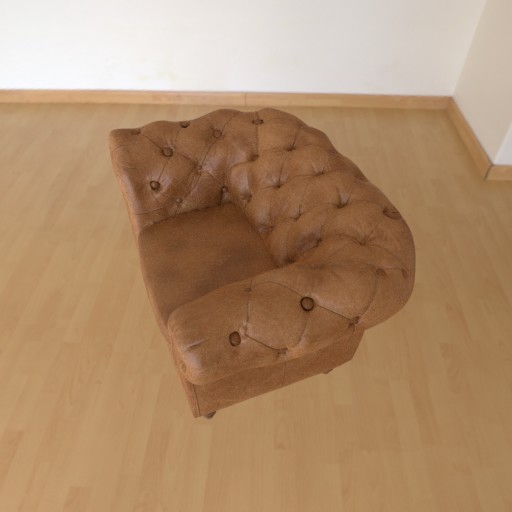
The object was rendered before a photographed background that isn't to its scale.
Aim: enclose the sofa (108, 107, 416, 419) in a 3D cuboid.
[{"bbox_3d":[0.000,0.000,2.061,1.033,0.878,1.405,-17,48,-15],"label":"sofa"}]
